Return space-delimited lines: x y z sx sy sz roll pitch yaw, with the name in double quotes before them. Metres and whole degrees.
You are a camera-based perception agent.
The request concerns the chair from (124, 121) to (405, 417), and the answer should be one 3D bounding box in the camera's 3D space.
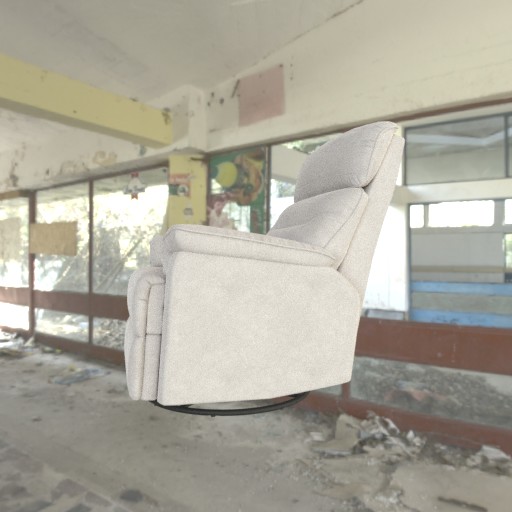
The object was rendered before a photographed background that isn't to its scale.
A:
"chair" 0.000 0.000 1.773 1.001 1.039 0.820 0 0 -17
